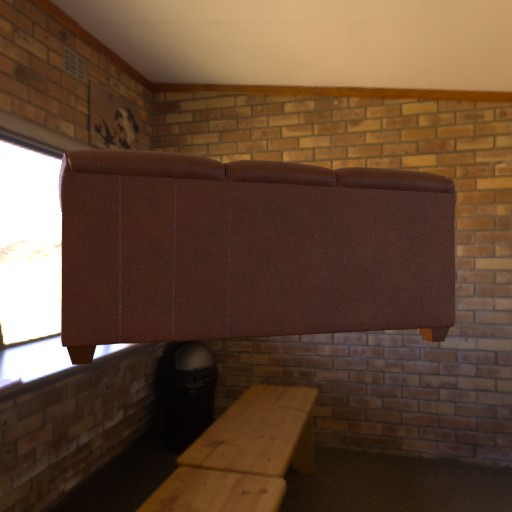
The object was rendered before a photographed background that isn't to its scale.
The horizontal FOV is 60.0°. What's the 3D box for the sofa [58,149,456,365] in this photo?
[{"bbox_3d":[0.000,0.000,2.598,2.039,0.953,1.008,0,-1,-17],"label":"sofa"}]
